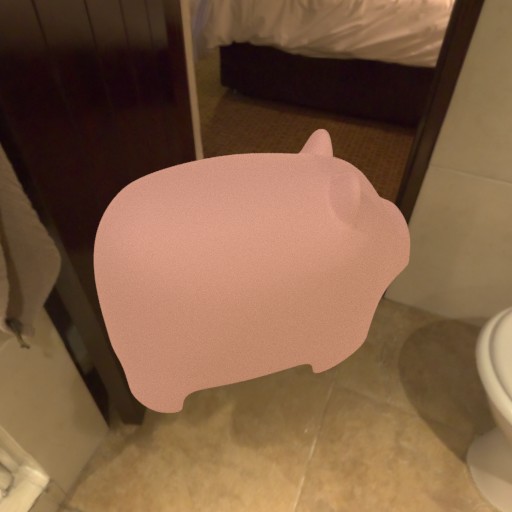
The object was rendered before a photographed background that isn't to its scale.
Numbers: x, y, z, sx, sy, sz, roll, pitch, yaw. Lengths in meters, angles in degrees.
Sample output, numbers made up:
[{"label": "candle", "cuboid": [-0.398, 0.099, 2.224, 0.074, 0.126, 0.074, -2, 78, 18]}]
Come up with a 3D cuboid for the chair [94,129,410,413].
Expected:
[{"label": "chair", "cuboid": [0.000, 0.000, 0.863, 0.619, 0.423, 0.364, -11, 47, -10]}]
